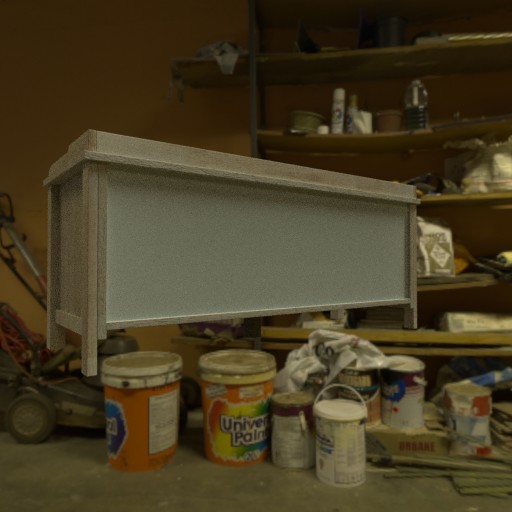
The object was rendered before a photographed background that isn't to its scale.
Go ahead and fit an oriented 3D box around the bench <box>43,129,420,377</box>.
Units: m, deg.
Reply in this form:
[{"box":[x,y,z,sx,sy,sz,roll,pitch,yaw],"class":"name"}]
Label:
[{"box":[0.000,0.000,1.377,1.140,0.501,0.398,1,-1,-36],"class":"bench"}]
